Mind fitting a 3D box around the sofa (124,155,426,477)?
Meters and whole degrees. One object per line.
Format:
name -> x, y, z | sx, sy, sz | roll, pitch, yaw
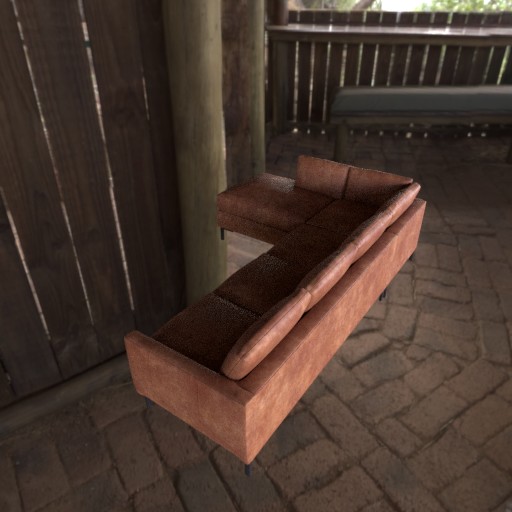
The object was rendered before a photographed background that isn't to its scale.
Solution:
sofa -> 0.000, 0.000, 3.765 | 1.938, 0.877, 2.984 | 20, 37, 29
